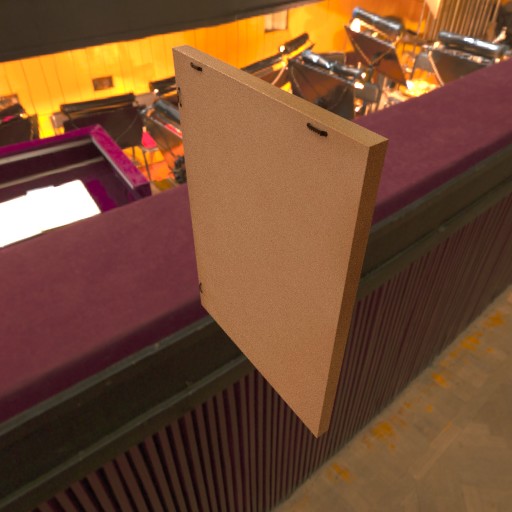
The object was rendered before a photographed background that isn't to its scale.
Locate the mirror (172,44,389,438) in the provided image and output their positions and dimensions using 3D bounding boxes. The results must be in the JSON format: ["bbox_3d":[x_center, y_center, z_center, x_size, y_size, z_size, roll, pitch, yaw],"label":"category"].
[{"bbox_3d":[0.000,0.000,0.926,0.039,0.710,0.507,-25,47,-27],"label":"mirror"}]
